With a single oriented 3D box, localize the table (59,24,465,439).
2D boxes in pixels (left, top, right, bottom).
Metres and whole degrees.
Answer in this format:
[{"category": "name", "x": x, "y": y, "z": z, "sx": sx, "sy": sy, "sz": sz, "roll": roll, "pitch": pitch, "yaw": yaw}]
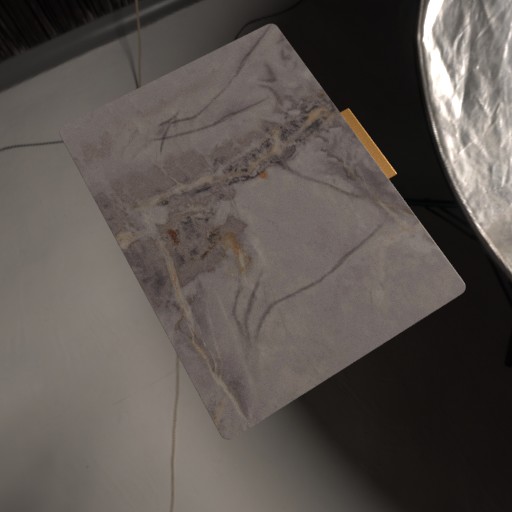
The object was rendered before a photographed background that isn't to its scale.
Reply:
[{"category": "table", "x": 0.000, "y": 0.000, "z": 0.896, "sx": 0.400, "sy": 0.570, "sz": 0.500, "roll": -30, "pitch": 77, "yaw": -8}]
